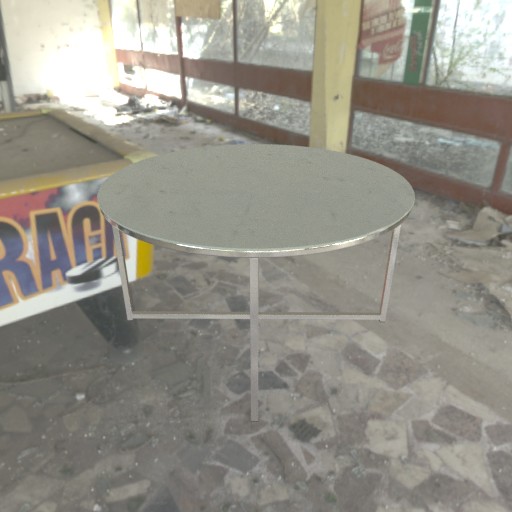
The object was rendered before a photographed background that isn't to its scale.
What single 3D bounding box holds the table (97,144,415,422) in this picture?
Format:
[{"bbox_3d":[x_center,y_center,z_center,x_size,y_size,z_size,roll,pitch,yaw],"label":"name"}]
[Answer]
[{"bbox_3d":[0.000,0.000,1.275,0.800,0.450,0.800,0,28,0],"label":"table"}]
